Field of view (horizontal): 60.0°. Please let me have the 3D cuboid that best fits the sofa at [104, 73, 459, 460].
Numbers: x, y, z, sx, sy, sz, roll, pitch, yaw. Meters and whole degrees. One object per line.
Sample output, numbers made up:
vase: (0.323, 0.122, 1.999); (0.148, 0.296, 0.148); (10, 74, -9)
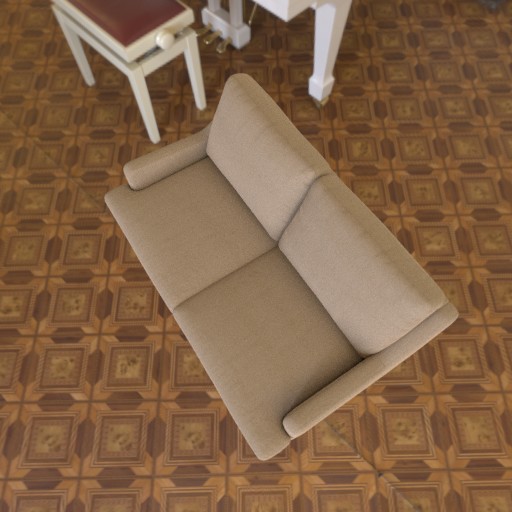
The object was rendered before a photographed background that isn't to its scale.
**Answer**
sofa: (0.000, 0.000, 2.232); (1.004, 0.910, 1.619); (-30, 68, -14)
